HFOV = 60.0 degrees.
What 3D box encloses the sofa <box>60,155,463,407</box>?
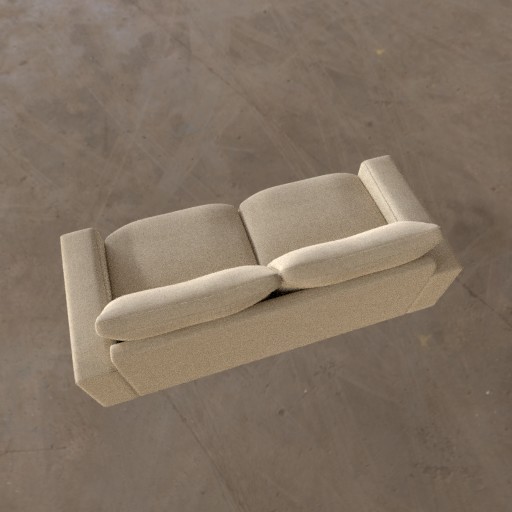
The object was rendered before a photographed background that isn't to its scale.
[{"bbox_3d":[0.000,0.000,2.821,2.299,0.922,1.040,-15,60,-9],"label":"sofa"}]
